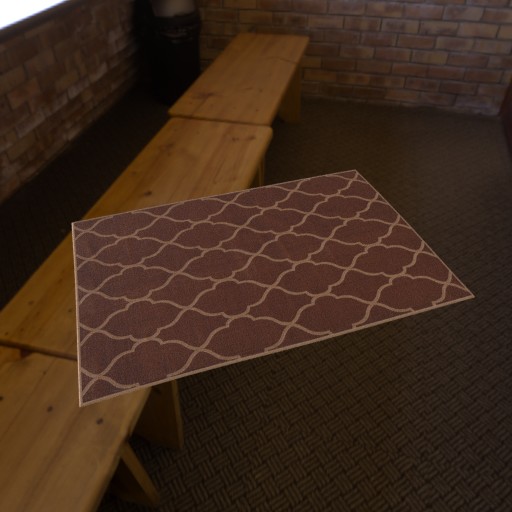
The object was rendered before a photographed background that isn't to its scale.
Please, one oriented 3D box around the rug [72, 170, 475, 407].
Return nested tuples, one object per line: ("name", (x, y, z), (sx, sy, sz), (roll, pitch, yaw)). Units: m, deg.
("rug", (0.000, 0.000, 2.928), (2.290, 0.014, 1.526), (-13, 44, -14))
